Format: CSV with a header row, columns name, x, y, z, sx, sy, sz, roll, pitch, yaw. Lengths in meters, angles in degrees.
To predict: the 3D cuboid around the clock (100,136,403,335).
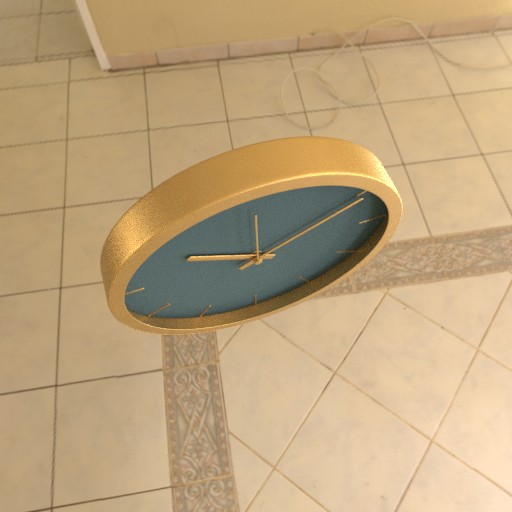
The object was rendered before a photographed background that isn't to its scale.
name,x,y,z,sx,sy,sz,roll,pitch,yaw
clock,0.000,0.000,0.475,0.314,0.314,0.040,-17,65,-8
